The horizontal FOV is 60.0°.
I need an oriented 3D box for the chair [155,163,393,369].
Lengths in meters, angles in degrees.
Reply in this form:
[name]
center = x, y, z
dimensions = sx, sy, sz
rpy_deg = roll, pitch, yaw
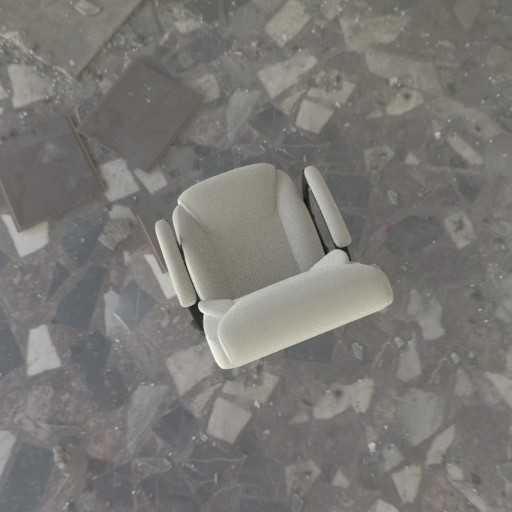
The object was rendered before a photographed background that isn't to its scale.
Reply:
[chair]
center = 0.000, 0.000, 1.510
dimensions = 0.663, 1.065, 0.669
rpy_deg = -21, 76, -5
